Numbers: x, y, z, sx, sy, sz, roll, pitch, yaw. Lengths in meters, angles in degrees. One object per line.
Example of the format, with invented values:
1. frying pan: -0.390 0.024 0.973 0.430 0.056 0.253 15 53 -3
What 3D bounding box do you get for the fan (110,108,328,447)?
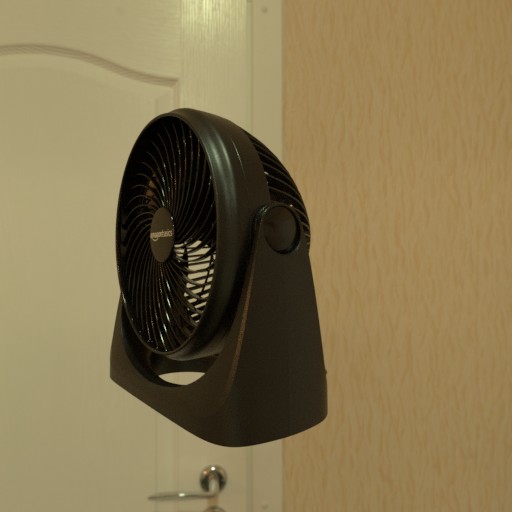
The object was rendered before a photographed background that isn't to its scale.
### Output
1. fan: 0.000 0.000 0.487 0.256 0.277 0.273 0 0 -37
